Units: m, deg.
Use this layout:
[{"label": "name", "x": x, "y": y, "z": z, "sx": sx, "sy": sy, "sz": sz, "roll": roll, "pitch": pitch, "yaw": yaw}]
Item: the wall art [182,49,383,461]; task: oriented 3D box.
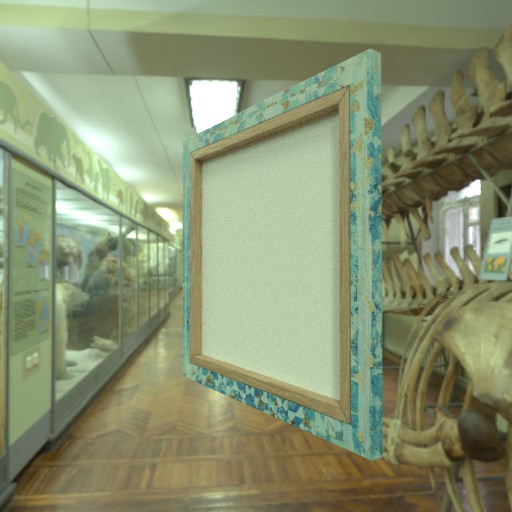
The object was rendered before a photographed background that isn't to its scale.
[{"label": "wall art", "x": 0.000, "y": 0.000, "z": 1.363, "sx": 0.040, "sy": 0.916, "sz": 0.916, "roll": 1, "pitch": -1, "yaw": -36}]
